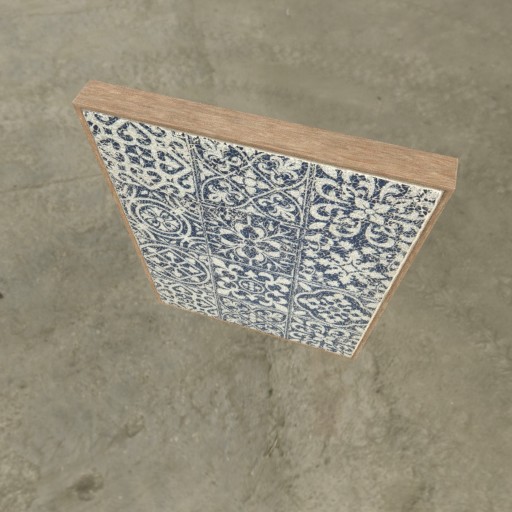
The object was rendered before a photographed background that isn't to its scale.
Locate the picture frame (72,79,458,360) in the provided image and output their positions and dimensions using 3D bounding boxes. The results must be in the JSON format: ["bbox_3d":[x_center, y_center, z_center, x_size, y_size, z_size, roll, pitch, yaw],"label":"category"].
[{"bbox_3d":[0.000,0.000,0.705,0.424,0.526,0.043,15,60,9],"label":"picture frame"}]
